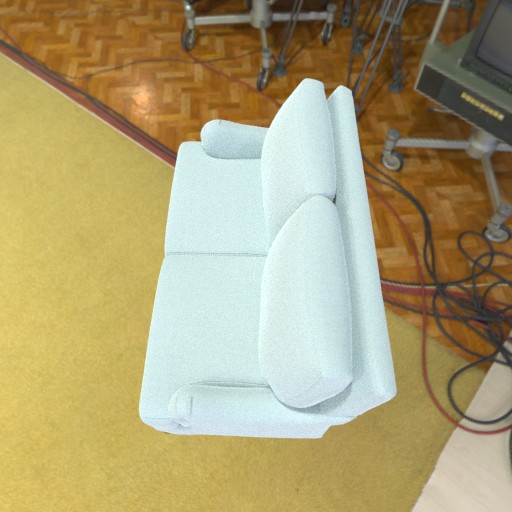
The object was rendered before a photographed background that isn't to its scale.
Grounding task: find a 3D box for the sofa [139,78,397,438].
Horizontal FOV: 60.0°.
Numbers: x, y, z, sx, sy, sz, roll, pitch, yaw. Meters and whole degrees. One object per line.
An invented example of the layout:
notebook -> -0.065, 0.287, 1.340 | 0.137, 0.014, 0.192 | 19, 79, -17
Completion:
sofa -> 0.000, 0.000, 2.491 | 1.084, 1.101, 1.853 | 1, 58, 1
